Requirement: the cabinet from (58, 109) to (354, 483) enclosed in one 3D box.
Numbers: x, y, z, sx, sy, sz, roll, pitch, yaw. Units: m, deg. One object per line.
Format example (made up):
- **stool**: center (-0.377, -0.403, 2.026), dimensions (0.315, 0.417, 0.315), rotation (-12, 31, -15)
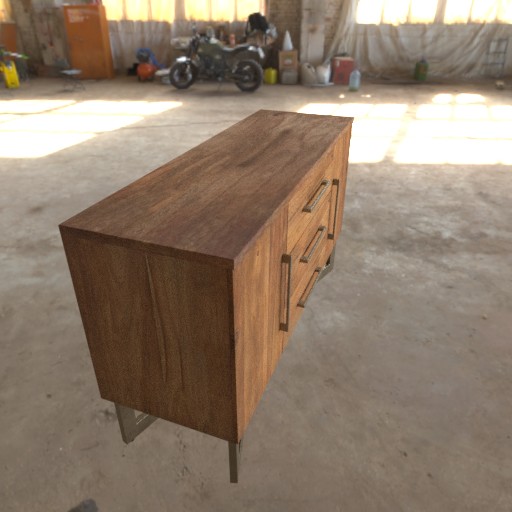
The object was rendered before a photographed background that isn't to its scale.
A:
- **cabinet**: center (0.000, 0.000, 1.735), dimensions (0.480, 0.812, 1.373), rotation (11, 32, 18)
